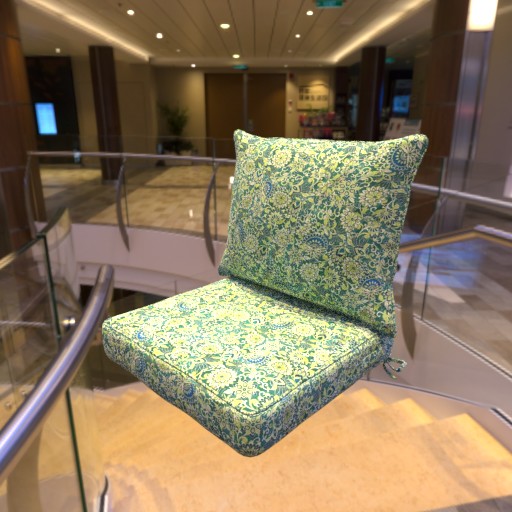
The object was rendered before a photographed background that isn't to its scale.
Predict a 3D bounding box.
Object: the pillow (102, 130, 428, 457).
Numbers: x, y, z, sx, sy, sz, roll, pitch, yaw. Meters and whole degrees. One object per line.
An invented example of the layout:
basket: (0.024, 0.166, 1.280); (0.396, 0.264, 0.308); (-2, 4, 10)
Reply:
pillow: (0.000, 0.000, 1.356); (0.798, 0.722, 0.740); (17, 24, 41)
